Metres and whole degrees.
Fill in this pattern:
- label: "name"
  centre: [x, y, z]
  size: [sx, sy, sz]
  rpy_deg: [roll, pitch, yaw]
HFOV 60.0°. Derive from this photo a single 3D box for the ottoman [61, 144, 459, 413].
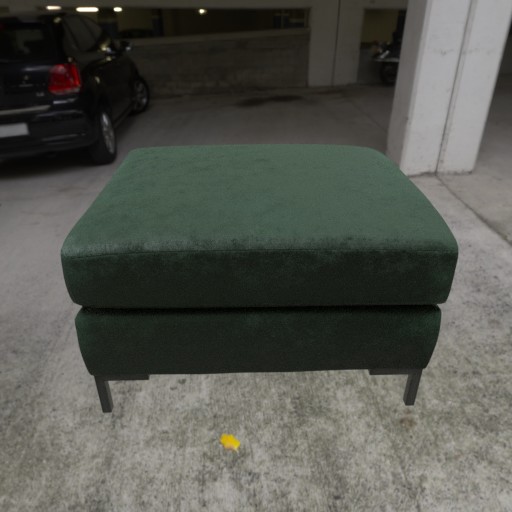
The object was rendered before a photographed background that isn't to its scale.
- label: "ottoman"
  centre: [0.000, 0.000, 1.290]
  size: [0.839, 0.538, 0.701]
  rpy_deg: [-1, 30, -1]
